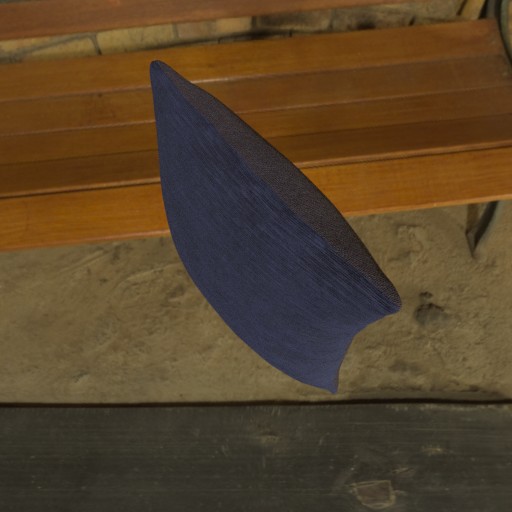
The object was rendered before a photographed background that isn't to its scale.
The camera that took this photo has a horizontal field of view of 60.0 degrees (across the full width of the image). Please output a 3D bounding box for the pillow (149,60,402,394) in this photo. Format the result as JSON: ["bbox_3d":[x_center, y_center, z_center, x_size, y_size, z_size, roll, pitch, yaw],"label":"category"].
[{"bbox_3d":[0.000,0.000,0.698,0.204,0.439,0.452,-35,68,-16],"label":"pillow"}]
